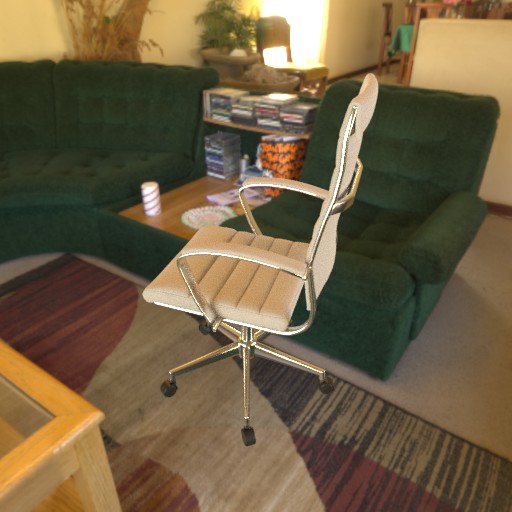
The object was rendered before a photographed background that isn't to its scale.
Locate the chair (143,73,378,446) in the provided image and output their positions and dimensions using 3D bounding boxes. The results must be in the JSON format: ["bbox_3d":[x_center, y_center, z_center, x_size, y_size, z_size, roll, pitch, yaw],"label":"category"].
[{"bbox_3d":[0.000,0.000,1.536,0.667,1.149,0.679,9,32,15],"label":"chair"}]
